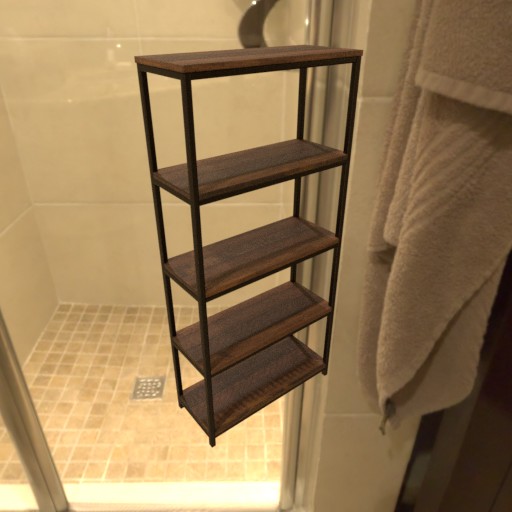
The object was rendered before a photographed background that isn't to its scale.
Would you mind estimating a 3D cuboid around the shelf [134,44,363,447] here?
[{"bbox_3d":[0.000,0.000,2.225,0.874,1.860,0.359,-21,36,-32],"label":"shelf"}]
